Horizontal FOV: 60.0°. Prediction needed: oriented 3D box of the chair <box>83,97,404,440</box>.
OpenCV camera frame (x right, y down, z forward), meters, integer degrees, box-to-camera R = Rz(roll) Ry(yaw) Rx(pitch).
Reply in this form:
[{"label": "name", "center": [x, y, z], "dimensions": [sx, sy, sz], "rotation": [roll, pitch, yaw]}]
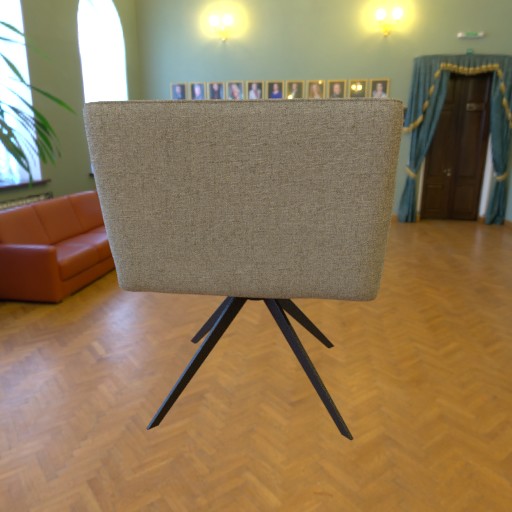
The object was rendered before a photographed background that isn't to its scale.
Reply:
[{"label": "chair", "center": [0.000, 0.000, 1.212], "dimensions": [0.628, 0.760, 0.623], "rotation": [2, 15, 7]}]
